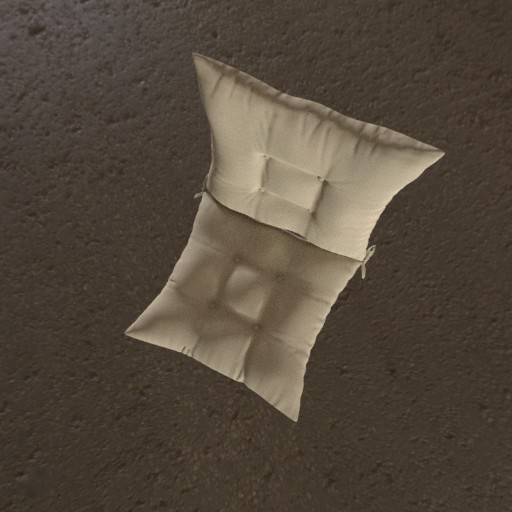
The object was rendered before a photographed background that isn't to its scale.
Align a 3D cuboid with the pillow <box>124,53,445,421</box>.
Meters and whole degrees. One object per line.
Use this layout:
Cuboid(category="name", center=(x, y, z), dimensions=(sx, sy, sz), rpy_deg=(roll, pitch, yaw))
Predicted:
Cuboid(category="pillow", center=(0.000, 0.000, 1.007), dimensions=(0.541, 0.536, 0.585), rpy_deg=(25, 76, 7))
